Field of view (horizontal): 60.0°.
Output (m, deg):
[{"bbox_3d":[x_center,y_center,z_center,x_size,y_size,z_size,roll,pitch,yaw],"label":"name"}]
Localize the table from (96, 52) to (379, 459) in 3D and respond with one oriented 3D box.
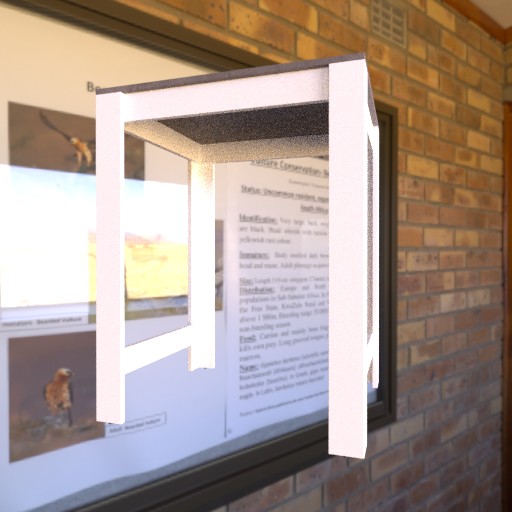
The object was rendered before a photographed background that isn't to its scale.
[{"bbox_3d":[0.000,0.000,1.563,0.800,1.020,0.700,0,0,18],"label":"table"}]
